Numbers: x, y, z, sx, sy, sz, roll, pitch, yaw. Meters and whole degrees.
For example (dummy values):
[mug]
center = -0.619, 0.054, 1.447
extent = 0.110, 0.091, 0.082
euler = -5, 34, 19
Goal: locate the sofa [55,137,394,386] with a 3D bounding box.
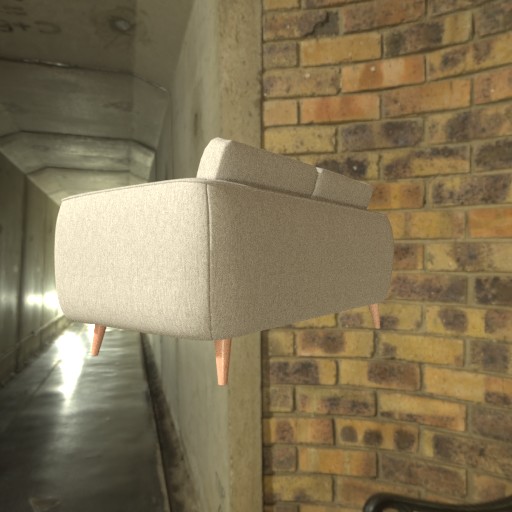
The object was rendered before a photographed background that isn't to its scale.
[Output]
[sofa]
center = 0.000, 0.000, 2.252
extent = 0.920, 0.850, 1.700
euler = 0, 0, 36
